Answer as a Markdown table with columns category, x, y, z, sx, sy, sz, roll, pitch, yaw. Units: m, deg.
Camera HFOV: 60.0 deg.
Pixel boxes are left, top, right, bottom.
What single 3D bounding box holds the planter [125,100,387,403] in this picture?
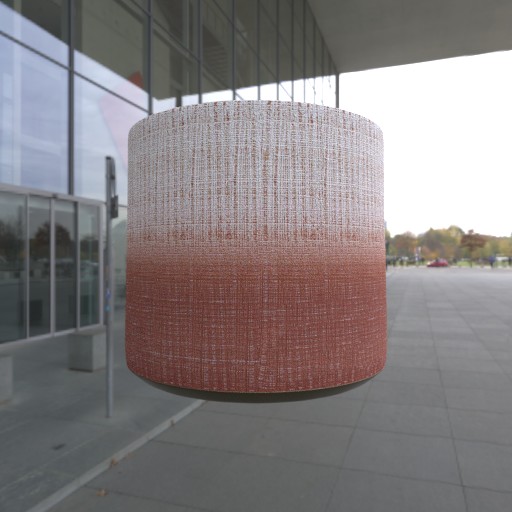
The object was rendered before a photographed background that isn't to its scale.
| category | x | y | z | sx | sy | sz | roll | pitch | yaw |
| --- | --- | --- | --- | --- | --- | --- | --- | --- | --- |
| planter | 0.000 | 0.000 | 0.390 | 0.221 | 0.201 | 0.221 | 0 | 0 | 0 |
